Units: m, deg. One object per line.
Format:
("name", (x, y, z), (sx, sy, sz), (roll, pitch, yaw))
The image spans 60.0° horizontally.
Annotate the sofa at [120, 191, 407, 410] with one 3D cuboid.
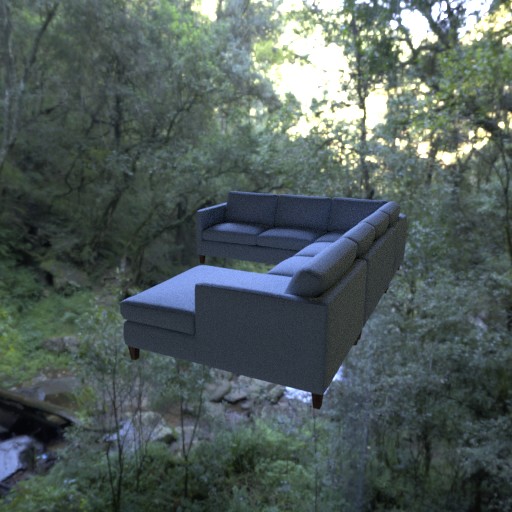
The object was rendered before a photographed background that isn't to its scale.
("sofa", (0.000, 0.000, 4.566), (2.551, 0.889, 3.403), (7, 17, 25))
